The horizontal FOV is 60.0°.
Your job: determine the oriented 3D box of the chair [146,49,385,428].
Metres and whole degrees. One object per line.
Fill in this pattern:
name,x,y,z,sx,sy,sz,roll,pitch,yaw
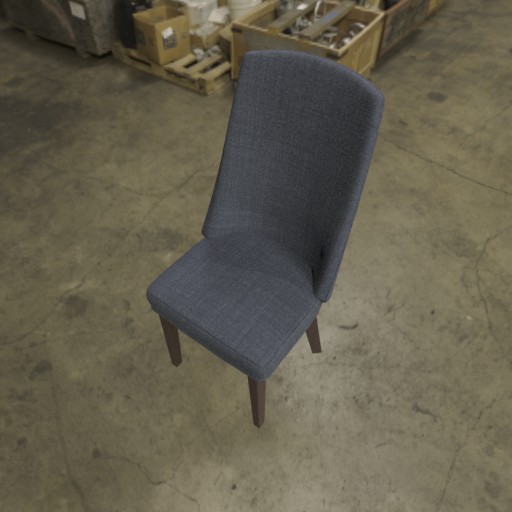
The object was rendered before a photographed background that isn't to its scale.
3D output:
chair,0.000,0.000,1.390,0.510,1.050,0.577,29,53,24
